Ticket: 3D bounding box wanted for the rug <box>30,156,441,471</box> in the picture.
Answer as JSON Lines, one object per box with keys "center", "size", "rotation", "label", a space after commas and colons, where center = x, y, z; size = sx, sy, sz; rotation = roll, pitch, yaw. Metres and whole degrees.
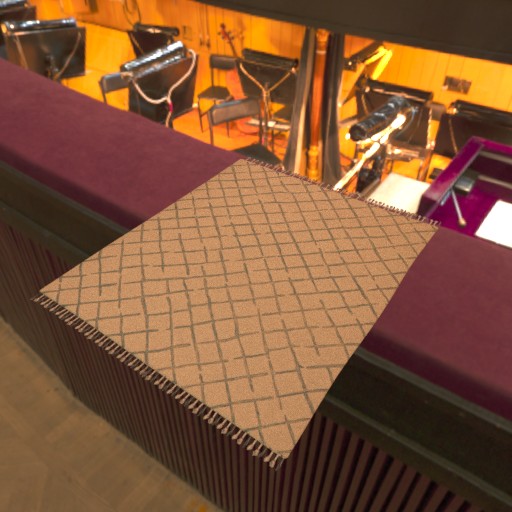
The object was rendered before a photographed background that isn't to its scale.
{"center": [0.000, 0.000, 4.788], "size": [2.892, 0.036, 3.585], "rotation": [25, 46, 26], "label": "rug"}
